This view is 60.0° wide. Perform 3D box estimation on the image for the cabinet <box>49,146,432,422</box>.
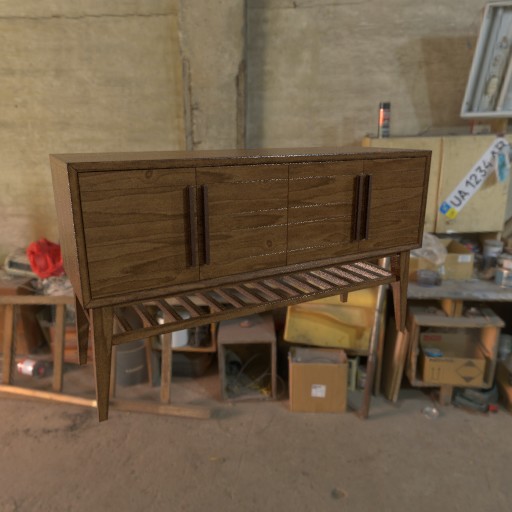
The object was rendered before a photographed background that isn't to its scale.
[{"bbox_3d":[0.000,0.000,1.753,1.363,0.802,0.477,-9,18,-28],"label":"cabinet"}]
